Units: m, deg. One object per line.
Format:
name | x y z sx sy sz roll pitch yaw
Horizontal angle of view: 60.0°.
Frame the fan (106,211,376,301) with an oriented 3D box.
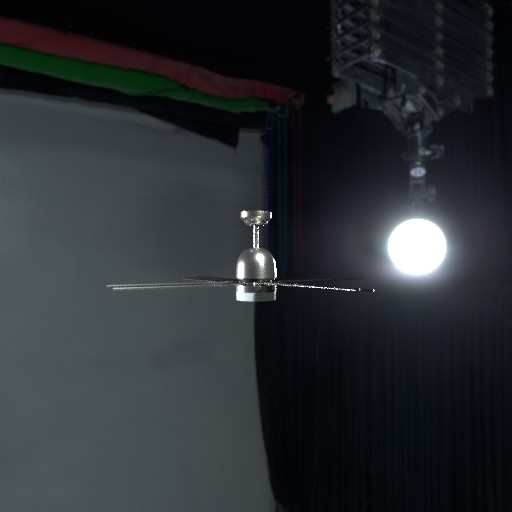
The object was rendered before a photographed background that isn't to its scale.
fan | 0.000 0.000 2.065 1.346 0.406 1.346 0 -1 -36
